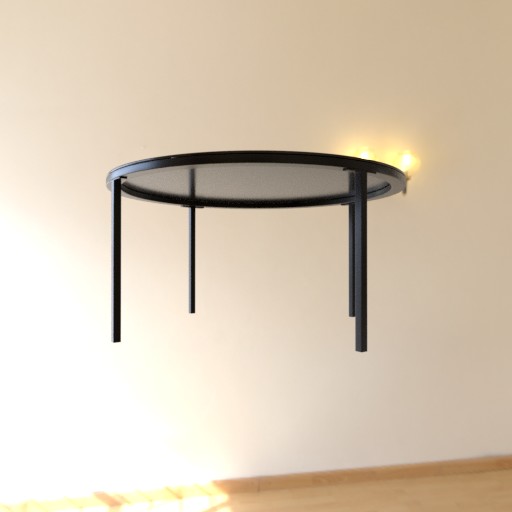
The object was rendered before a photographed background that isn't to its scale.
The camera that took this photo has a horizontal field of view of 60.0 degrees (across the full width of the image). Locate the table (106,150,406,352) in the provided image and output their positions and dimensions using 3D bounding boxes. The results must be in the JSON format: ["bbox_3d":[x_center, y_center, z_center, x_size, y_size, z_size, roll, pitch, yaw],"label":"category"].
[{"bbox_3d":[0.000,0.000,1.245,0.800,0.400,0.800,0,0,0],"label":"table"}]
